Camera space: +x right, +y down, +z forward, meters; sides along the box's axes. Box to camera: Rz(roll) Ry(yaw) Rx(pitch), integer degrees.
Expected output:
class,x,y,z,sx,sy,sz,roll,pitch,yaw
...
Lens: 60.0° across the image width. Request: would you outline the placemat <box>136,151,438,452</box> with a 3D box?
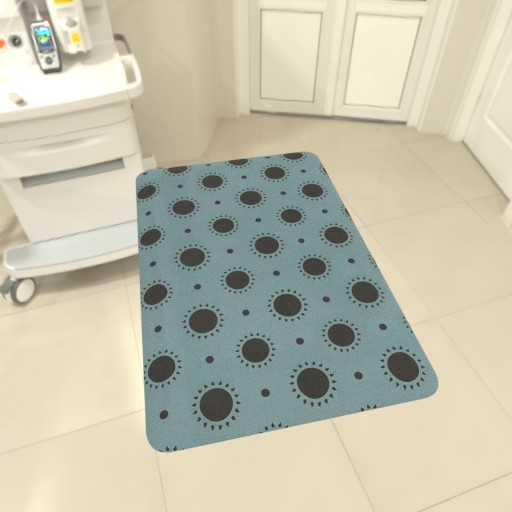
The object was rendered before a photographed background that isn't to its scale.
class,x,y,z,sx,sy,sz,roll,pitch,yaw
placemat,0.000,0.000,0.976,0.508,0.021,0.762,-9,47,-8
